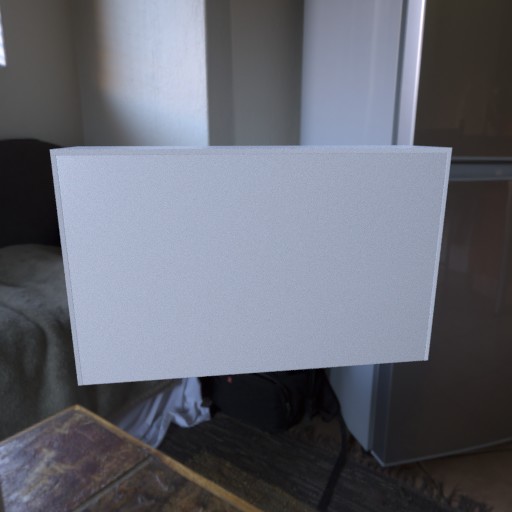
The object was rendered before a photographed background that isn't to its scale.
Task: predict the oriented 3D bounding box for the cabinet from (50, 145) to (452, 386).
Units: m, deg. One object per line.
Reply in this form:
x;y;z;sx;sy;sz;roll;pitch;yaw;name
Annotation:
0.000;0.000;1.885;1.450;0.900;0.380;-2;16;-8;cabinet
